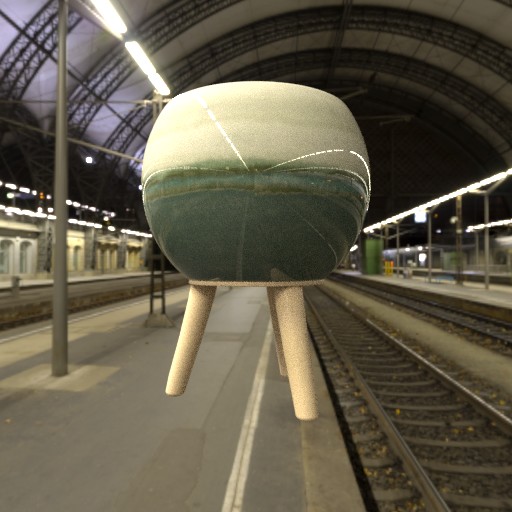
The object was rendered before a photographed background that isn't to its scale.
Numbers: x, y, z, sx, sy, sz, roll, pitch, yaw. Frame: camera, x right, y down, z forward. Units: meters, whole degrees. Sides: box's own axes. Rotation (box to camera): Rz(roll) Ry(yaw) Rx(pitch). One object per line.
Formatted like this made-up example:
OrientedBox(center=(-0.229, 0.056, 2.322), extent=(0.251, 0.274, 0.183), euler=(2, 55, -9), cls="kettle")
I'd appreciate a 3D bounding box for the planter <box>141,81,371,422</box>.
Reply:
OrientedBox(center=(0.000, 0.000, 0.442), extent=(0.222, 0.278, 0.222), euler=(0, -1, 0), cls="planter")
